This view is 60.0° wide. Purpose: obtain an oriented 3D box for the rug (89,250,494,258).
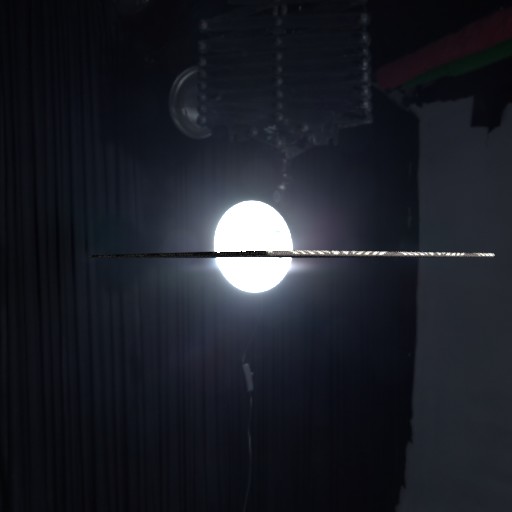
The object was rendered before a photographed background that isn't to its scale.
[{"bbox_3d":[0.000,0.000,2.292,1.210,0.016,1.833,0,-1,-35],"label":"rug"}]
